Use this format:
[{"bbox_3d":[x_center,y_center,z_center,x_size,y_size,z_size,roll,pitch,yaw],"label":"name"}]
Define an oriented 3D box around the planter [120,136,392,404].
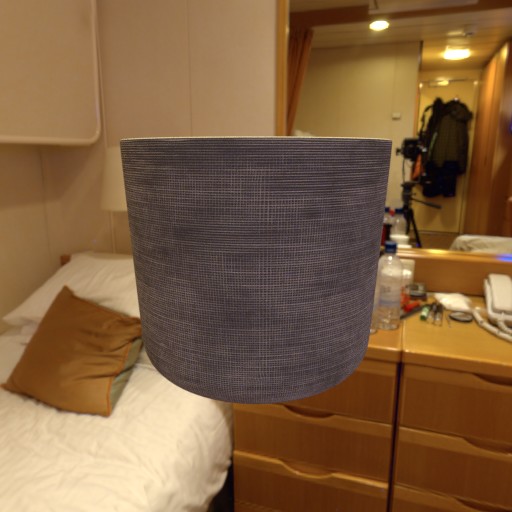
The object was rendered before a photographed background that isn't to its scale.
[{"bbox_3d":[0.000,0.000,0.792,0.440,0.398,0.440,0,13,0],"label":"planter"}]
